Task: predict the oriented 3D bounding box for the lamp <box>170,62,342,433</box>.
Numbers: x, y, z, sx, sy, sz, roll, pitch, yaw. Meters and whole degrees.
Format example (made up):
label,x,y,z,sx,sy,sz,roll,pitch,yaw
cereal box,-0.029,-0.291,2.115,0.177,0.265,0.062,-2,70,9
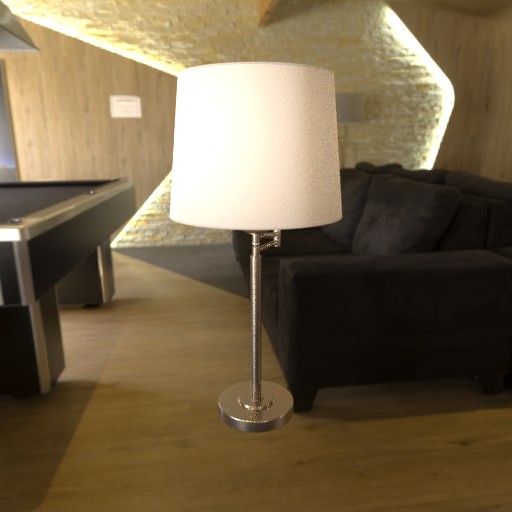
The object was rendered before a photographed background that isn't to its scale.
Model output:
label,x,y,z,sx,sy,sz,roll,pitch,yaw
lamp,0.000,0.000,0.889,0.333,0.696,0.333,0,14,0
